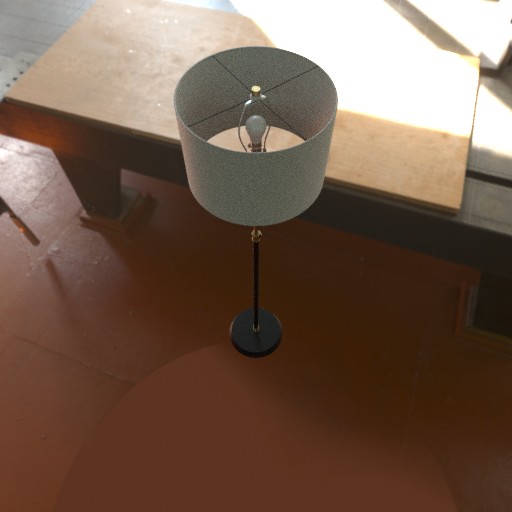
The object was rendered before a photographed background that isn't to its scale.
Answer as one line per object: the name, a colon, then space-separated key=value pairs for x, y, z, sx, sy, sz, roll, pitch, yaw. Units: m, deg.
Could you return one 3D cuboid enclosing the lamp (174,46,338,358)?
lamp: x=0.000 y=0.000 z=1.717 sx=0.404 sy=1.517 sz=0.404 roll=-31 pitch=63 yaw=-18
